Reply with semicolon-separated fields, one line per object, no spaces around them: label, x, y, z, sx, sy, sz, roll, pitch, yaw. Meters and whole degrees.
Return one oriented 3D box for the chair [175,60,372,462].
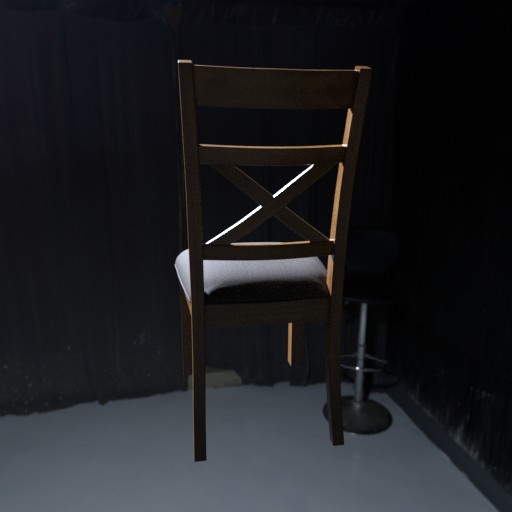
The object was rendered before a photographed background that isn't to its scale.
chair;0.000;0.000;1.281;0.470;0.949;0.581;-2;13;-10
